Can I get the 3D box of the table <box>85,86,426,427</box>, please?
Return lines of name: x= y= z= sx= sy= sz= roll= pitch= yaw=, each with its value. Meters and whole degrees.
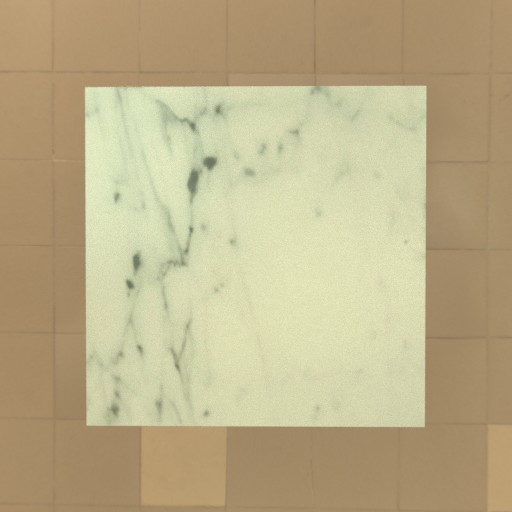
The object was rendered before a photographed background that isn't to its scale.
table: x=0.000 y=0.000 z=1.267 sx=0.800 sy=0.450 sz=0.800 roll=0 pitch=91 yaw=1
